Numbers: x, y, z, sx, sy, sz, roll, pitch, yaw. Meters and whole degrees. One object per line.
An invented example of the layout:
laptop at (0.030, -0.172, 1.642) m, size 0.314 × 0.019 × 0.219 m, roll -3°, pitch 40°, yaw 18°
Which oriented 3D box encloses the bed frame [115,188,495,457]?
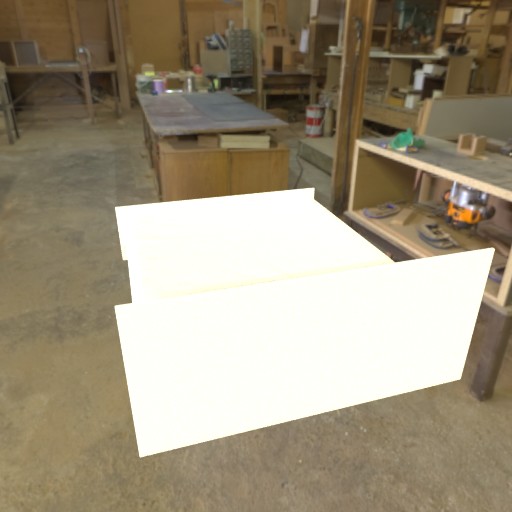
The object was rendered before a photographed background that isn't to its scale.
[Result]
bed frame at (0.000, 0.000, 2.918) m, size 1.720 × 0.800 × 2.060 m, roll -8°, pitch 27°, yaw -15°
